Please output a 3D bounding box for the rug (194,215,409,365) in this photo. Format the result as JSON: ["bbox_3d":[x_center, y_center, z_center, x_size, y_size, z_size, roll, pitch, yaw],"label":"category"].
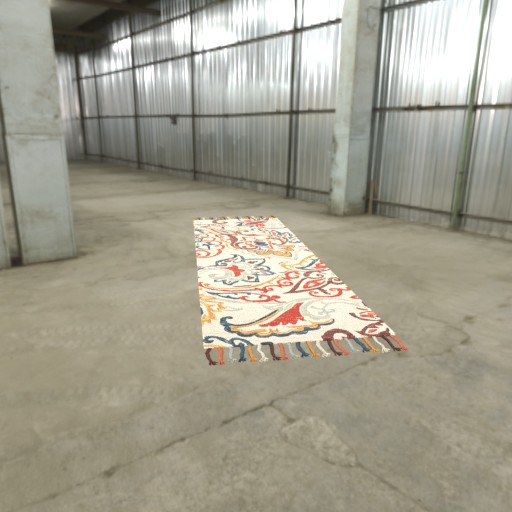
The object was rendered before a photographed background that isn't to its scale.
[{"bbox_3d":[0.000,0.000,2.869,0.763,0.015,2.682,-2,16,-8],"label":"rug"}]
